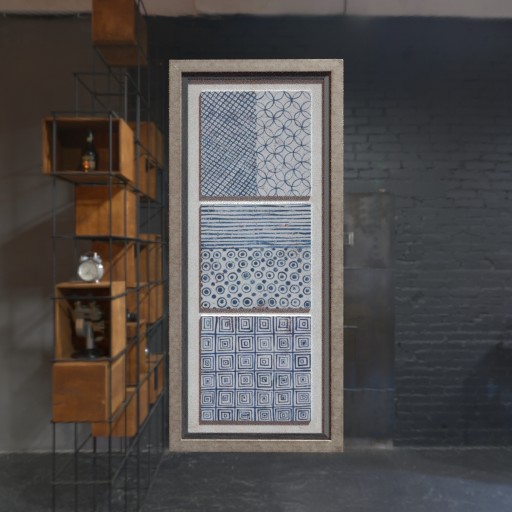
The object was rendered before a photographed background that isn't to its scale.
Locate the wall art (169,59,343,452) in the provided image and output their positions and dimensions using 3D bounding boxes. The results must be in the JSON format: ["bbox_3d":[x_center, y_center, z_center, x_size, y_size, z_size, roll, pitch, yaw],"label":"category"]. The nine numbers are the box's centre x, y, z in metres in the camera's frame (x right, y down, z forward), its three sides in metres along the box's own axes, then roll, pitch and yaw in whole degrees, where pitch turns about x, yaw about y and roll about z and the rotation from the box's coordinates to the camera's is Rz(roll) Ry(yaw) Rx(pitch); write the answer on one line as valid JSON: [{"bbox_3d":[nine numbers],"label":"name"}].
[{"bbox_3d":[0.000,0.000,1.674,0.648,1.461,0.051,0,0,1],"label":"wall art"}]
